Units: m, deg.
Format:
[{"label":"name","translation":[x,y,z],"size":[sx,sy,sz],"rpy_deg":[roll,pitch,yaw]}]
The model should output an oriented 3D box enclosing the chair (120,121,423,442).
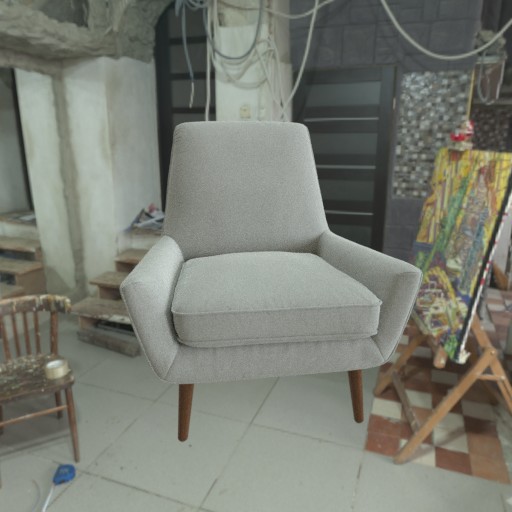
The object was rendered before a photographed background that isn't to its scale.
[{"label":"chair","translation":[0.000,0.000,1.494],"size":[0.787,0.888,0.822],"rpy_deg":[-2,15,-9]}]
